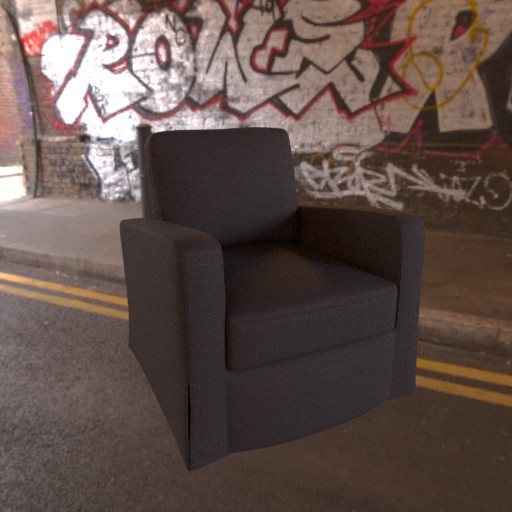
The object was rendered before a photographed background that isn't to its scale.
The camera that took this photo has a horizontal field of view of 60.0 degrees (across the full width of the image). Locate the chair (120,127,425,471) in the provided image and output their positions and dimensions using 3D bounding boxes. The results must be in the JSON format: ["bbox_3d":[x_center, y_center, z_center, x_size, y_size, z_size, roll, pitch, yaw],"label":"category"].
[{"bbox_3d":[0.000,0.000,1.532,0.798,0.855,0.863,-8,18,-25],"label":"chair"}]
